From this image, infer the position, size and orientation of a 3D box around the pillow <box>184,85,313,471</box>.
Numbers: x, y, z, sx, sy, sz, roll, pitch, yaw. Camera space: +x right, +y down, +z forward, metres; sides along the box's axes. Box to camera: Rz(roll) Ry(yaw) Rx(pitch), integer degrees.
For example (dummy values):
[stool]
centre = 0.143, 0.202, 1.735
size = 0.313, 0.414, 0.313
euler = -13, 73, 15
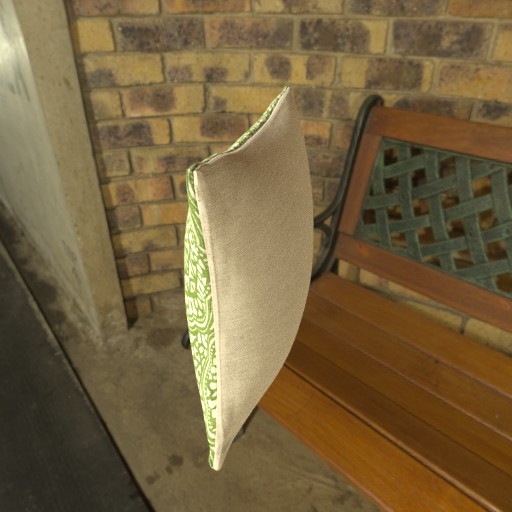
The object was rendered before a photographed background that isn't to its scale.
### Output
[pillow]
centre = 0.000, 0.000, 0.666
size = 0.162, 0.419, 0.440
euler = 8, 32, 13
